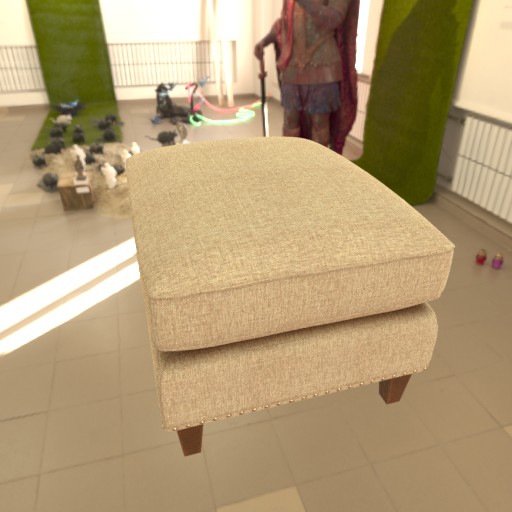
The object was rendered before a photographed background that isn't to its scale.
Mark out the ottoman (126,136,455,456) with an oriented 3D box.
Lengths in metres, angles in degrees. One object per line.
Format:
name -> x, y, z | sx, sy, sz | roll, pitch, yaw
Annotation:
ottoman -> 0.000, 0.000, 1.139 | 0.584, 0.513, 0.741 | -9, 31, -14
